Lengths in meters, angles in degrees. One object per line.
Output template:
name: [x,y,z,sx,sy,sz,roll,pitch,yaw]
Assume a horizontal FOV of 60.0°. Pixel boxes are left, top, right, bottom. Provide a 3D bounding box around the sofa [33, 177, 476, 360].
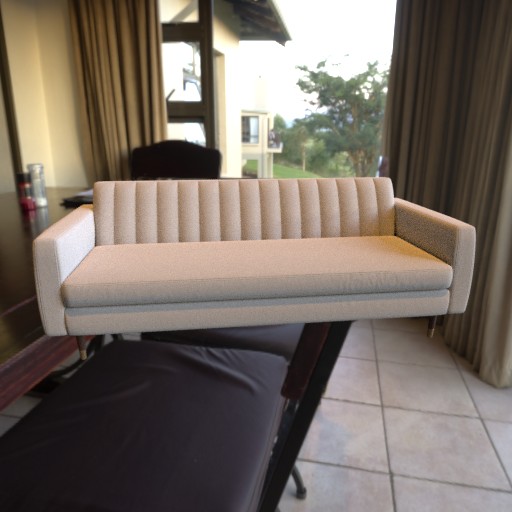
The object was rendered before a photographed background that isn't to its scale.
sofa: [0.000,0.000,2.687,2.291,0.821,0.990,-2,17,-7]
